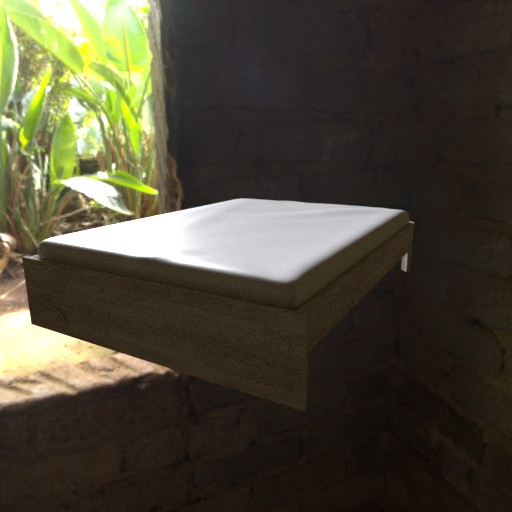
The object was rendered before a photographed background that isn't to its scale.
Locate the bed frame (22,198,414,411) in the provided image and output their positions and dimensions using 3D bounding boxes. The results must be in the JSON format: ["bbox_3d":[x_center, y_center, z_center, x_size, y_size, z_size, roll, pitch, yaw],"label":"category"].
[{"bbox_3d":[0.000,0.000,2.633,1.490,0.462,1.950,8,17,29],"label":"bed frame"}]
